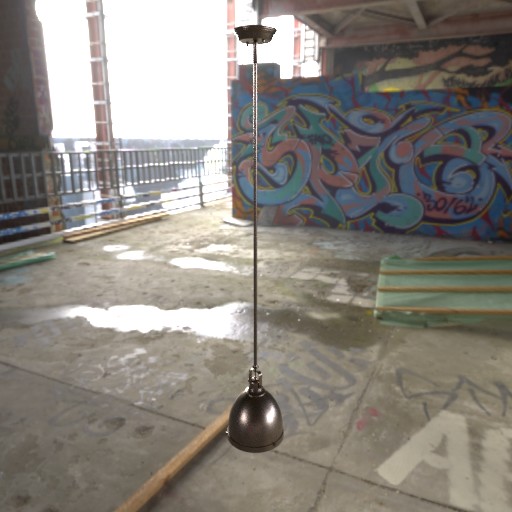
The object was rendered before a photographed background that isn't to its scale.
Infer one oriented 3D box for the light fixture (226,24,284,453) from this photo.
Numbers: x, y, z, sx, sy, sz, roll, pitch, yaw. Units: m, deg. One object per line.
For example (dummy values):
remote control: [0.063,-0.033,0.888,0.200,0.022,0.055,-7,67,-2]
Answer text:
light fixture: [0.000,0.000,1.471,0.211,1.367,0.217,-14,20,-42]
